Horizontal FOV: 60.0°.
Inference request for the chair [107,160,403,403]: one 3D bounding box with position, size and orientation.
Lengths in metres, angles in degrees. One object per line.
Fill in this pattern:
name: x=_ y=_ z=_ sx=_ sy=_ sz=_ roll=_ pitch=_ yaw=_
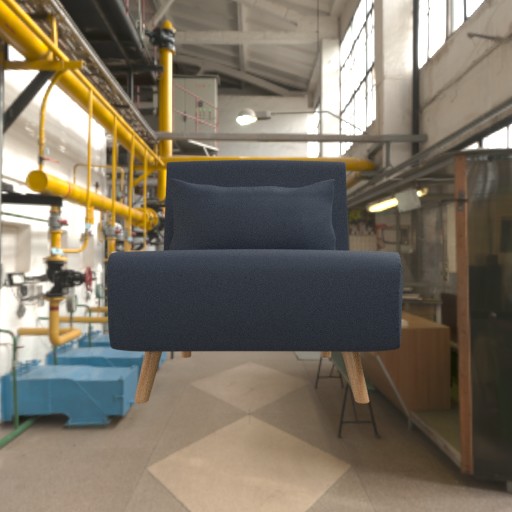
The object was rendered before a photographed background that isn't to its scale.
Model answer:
chair: x=0.000 y=0.000 z=1.514 sx=0.770 sy=0.808 sz=0.900 roll=0 pitch=0 yaw=0
